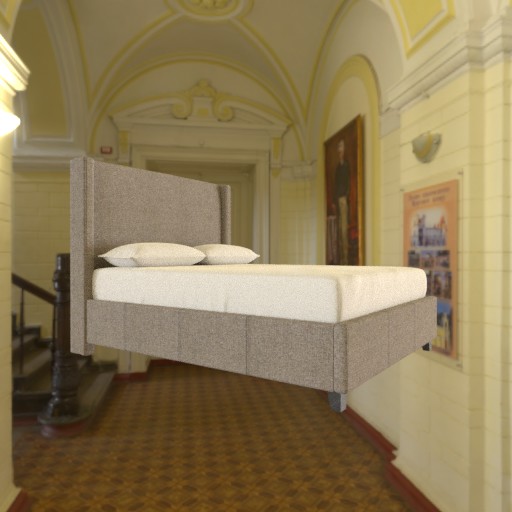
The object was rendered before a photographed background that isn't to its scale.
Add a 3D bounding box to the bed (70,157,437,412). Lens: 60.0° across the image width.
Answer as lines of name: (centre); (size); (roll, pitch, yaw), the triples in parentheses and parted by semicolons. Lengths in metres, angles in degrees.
bed: (0.000, 0.000, 3.399); (2.245, 1.481, 1.714); (0, 0, 35)
